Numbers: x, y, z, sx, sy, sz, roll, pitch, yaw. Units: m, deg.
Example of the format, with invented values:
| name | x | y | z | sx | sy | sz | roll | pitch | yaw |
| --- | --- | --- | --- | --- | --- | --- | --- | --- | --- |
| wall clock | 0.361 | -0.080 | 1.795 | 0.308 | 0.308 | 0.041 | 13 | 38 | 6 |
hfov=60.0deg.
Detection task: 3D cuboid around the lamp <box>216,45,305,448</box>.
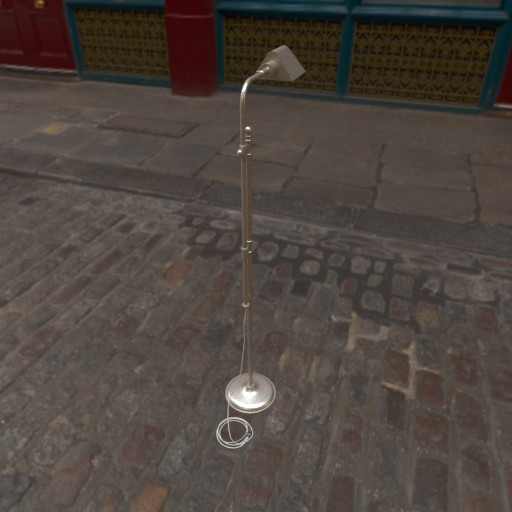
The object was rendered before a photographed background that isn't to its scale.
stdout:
| name | x | y | z | sx | sy | sz | roll | pitch | yaw |
| --- | --- | --- | --- | --- | --- | --- | --- | --- | --- |
| lamp | 0.000 | 0.000 | 1.914 | 0.256 | 1.571 | 0.813 | 10 | 34 | 16 |
